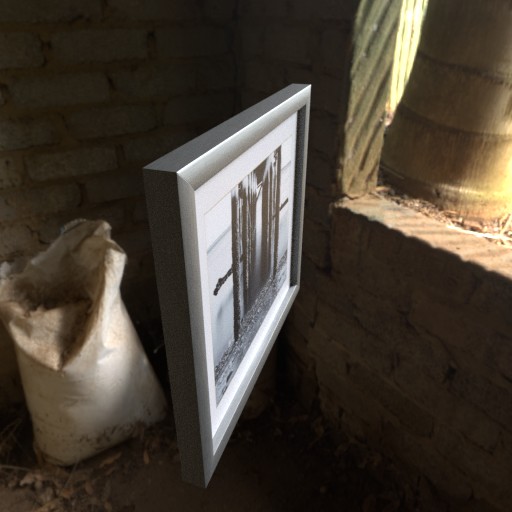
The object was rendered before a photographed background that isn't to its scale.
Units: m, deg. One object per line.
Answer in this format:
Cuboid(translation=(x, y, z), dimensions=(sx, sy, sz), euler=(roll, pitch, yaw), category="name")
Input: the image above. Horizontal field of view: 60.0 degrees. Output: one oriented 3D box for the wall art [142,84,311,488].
Cuboid(translation=(0.000, 0.000, 0.524), dimensions=(0.028, 0.330, 0.380), euler=(10, 31, 17), category="wall art")
